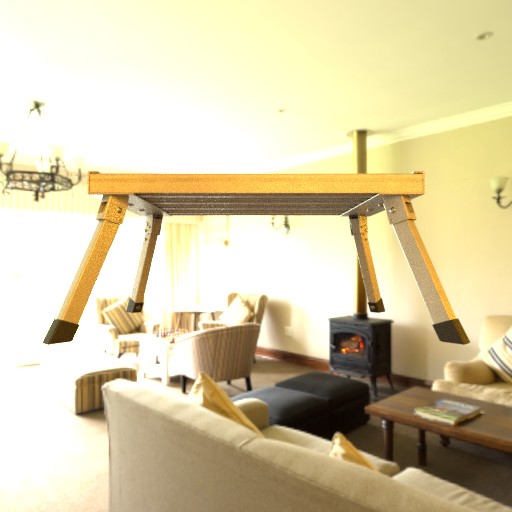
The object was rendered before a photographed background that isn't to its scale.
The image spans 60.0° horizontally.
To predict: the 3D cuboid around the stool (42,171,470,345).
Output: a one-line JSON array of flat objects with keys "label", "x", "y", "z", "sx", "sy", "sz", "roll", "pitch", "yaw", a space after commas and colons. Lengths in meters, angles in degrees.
[{"label": "stool", "x": 0.000, "y": 0.000, "z": 0.736, "sx": 0.535, "sy": 0.225, "sz": 0.385, "roll": 0, "pitch": -1, "yaw": 0}]
